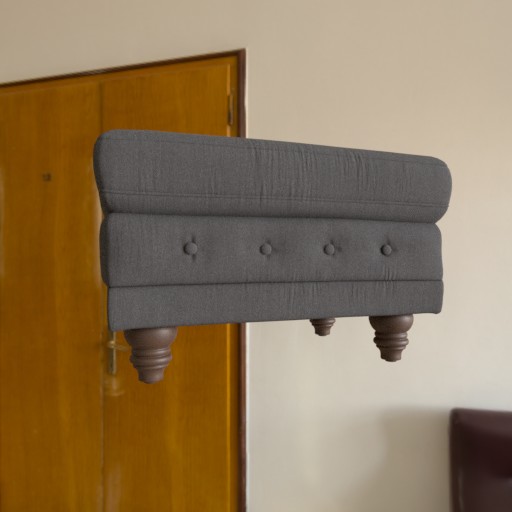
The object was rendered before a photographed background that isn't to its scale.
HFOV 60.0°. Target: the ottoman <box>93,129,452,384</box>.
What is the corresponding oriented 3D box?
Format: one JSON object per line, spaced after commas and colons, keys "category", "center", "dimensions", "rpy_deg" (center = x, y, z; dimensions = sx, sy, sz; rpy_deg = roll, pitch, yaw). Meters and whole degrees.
{"category": "ottoman", "center": [0.000, 0.000, 1.137], "dimensions": [0.771, 0.500, 0.569], "rpy_deg": [0, 0, -18]}
